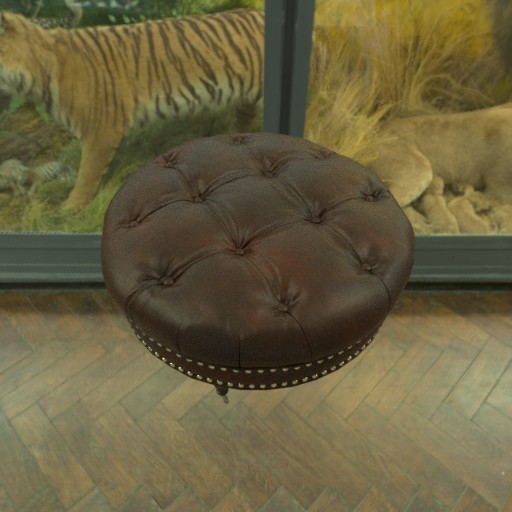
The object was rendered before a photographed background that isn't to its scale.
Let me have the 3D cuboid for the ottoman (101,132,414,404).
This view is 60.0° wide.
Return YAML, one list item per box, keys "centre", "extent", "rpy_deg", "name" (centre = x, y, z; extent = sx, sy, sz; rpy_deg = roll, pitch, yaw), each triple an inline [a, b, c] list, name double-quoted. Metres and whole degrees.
- centre: [0.000, 0.000, 1.377]
  extent: [0.901, 0.455, 0.901]
  rpy_deg: [0, 46, 0]
  name: "ottoman"
